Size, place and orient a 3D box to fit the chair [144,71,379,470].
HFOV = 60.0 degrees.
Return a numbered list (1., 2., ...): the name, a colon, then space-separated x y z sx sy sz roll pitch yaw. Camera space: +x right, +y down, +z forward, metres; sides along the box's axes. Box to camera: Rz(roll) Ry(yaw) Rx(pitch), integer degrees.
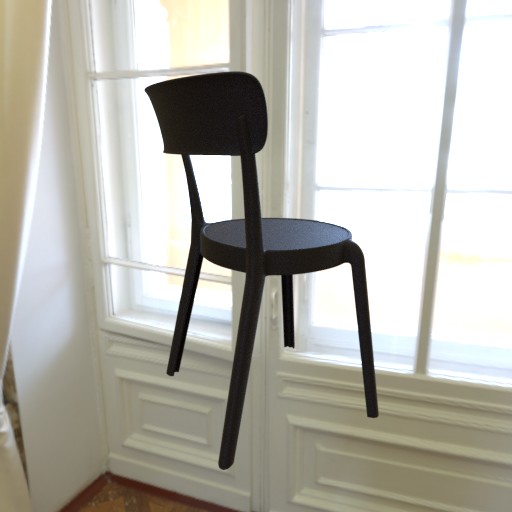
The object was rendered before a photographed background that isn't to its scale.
1. chair: 0.000 0.000 1.114 0.491 0.790 0.506 -7 16 -25
